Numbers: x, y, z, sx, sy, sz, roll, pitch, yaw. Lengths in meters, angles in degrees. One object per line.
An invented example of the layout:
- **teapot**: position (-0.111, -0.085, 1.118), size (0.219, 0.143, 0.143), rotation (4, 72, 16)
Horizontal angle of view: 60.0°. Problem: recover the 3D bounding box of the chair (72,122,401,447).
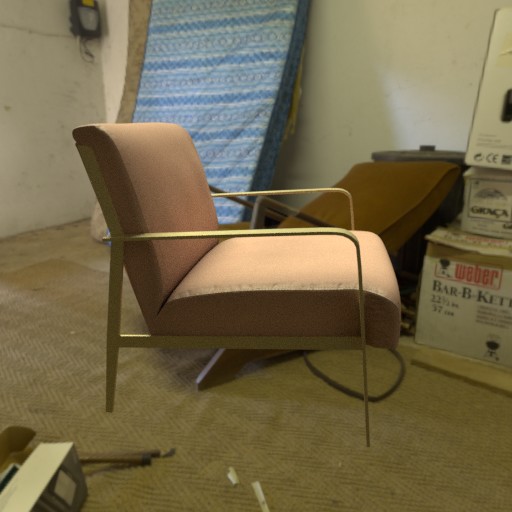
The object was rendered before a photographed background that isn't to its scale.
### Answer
- **chair**: position (0.000, 0.000, 1.427), size (0.848, 0.823, 0.701), rotation (3, 17, 10)
